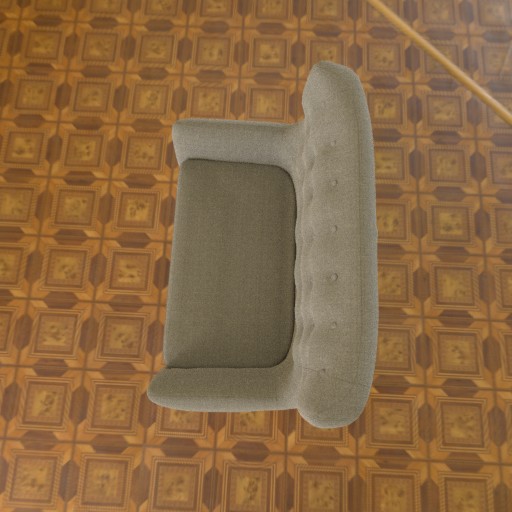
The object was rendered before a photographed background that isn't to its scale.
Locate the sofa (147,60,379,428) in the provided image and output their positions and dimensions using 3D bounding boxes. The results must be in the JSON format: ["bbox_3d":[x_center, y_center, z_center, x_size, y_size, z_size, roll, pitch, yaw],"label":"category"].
[{"bbox_3d":[0.000,0.000,2.041,0.884,1.028,1.386,2,76,1],"label":"sofa"}]
